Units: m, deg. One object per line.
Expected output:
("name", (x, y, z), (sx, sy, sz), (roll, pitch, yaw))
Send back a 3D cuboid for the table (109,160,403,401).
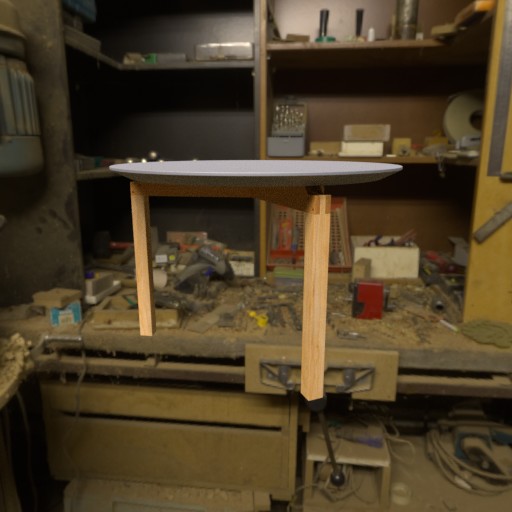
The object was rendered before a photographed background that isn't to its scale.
("table", (0.000, 0.000, 1.001), (0.600, 0.405, 0.600), (0, 14, 0))
